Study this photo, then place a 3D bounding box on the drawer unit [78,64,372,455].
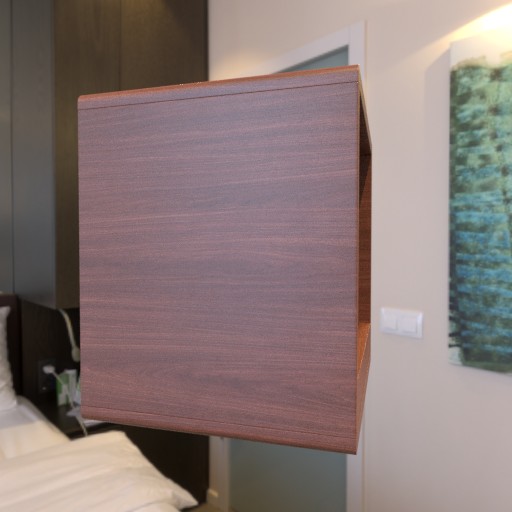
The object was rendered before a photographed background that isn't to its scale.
[{"bbox_3d":[0.000,0.000,0.599,0.290,0.351,0.349,0,2,17],"label":"drawer unit"}]
